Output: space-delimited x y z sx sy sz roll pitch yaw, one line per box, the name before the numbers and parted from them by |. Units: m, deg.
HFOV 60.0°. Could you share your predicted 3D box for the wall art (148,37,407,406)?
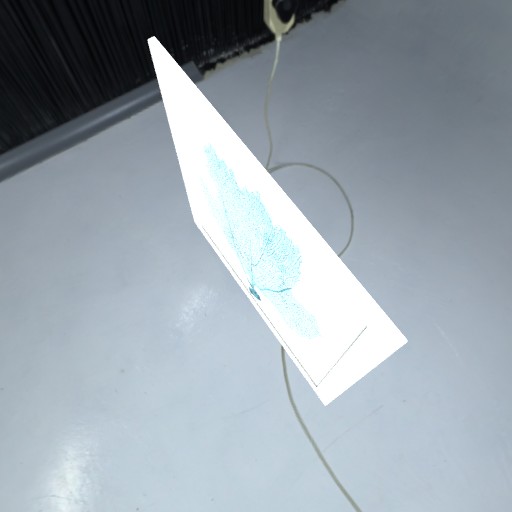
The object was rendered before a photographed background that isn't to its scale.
wall art | 0.000 0.000 0.856 0.013 0.584 0.584 -32 69 -14
